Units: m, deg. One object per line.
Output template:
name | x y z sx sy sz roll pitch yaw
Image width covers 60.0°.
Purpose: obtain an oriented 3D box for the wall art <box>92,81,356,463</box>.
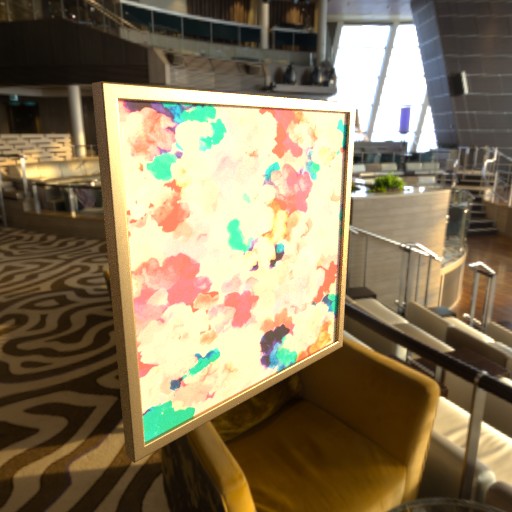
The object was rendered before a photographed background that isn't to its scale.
wall art | 0.000 0.000 1.120 0.767 0.765 0.036 -15 21 -43
